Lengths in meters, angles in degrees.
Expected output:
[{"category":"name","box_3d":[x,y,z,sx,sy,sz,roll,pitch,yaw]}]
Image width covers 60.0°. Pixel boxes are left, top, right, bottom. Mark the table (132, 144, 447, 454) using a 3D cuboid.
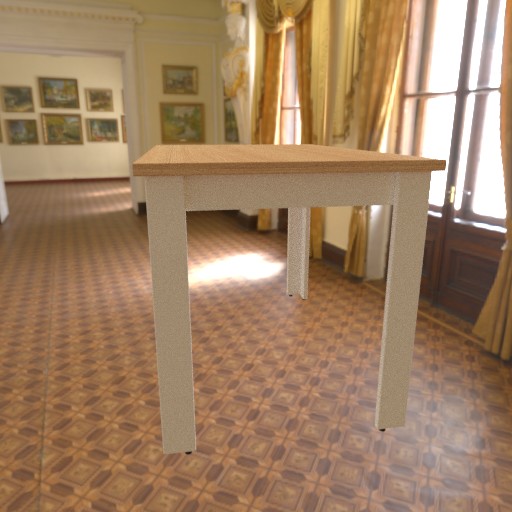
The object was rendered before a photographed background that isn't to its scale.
[{"category":"table","box_3d":[0.000,0.000,1.578,0.700,0.734,1.100,-3,16,-9]}]
